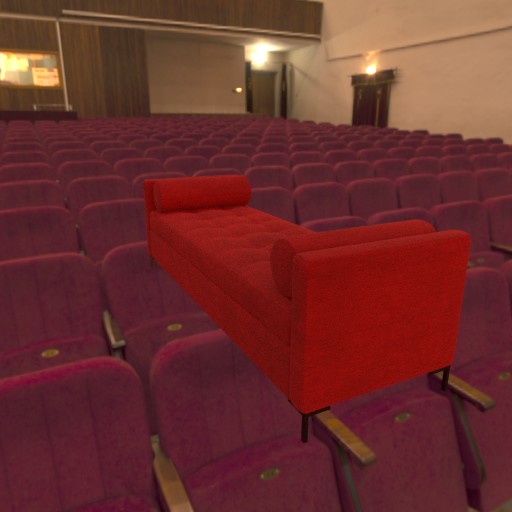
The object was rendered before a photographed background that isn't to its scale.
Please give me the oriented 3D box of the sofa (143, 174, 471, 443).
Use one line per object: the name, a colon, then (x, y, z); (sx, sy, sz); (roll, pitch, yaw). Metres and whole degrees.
sofa: (0.000, 0.000, 2.312); (0.686, 0.635, 1.981); (-8, 19, -26)
